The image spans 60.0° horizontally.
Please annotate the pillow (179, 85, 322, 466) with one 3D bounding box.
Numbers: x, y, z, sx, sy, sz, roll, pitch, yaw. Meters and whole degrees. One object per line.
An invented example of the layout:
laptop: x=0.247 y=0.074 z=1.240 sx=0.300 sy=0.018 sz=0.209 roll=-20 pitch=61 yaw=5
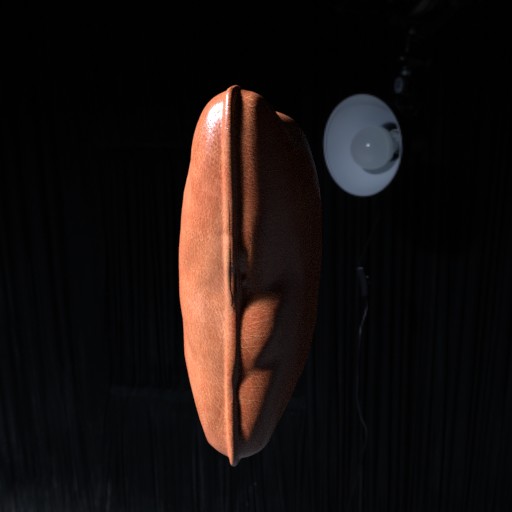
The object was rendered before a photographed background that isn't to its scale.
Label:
pillow: x=0.000 y=0.000 z=0.807 sx=0.236 sy=0.523 sz=0.532 roll=2 pitch=12 yaw=8
